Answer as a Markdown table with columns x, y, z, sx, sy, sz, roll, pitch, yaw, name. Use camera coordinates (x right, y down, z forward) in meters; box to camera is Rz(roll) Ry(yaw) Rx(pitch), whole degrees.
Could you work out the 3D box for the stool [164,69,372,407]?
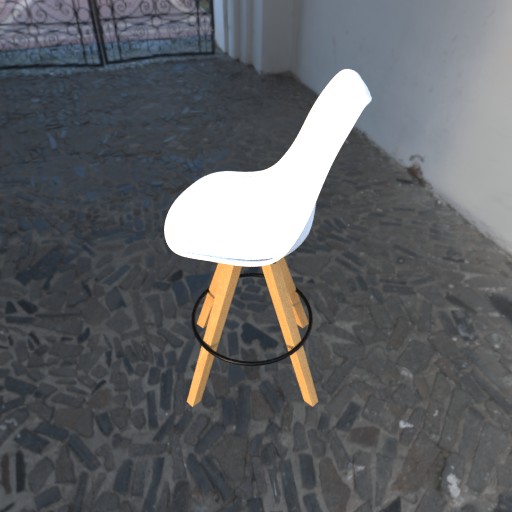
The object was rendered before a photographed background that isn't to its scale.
| x | y | z | sx | sy | sz | roll | pitch | yaw | name |
| --- | --- | --- | --- | --- | --- | --- | --- | --- | --- |
| 0.000 | 0.000 | 1.445 | 0.549 | 1.115 | 0.482 | 0 | 41 | 0 | stool |
